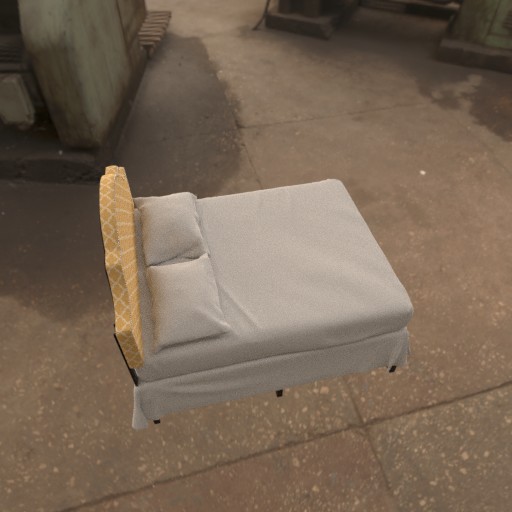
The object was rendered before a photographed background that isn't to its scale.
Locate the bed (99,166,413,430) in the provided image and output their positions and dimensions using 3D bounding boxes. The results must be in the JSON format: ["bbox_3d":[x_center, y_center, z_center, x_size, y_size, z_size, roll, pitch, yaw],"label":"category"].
[{"bbox_3d":[0.000,0.000,3.452,2.222,1.633,1.780,-10,48,-9],"label":"bed"}]
